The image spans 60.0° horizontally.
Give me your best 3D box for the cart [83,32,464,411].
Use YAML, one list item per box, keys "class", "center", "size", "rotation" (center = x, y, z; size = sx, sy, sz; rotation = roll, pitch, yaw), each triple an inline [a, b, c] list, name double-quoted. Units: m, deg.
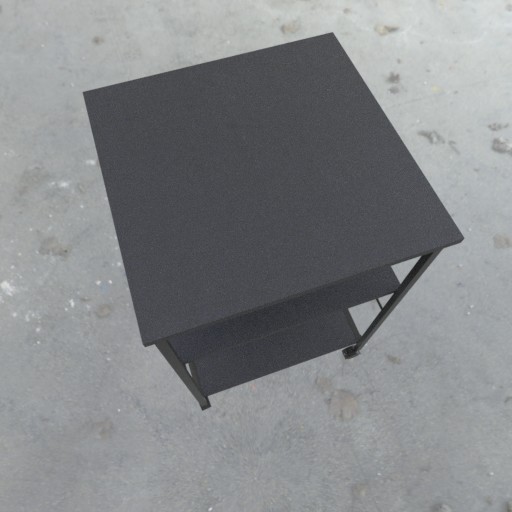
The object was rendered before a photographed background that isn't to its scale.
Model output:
- class: "cart"
  center: [0.000, 0.000, 1.115]
  size: [0.521, 0.762, 0.520]
  rotation: [-17, 65, -8]
